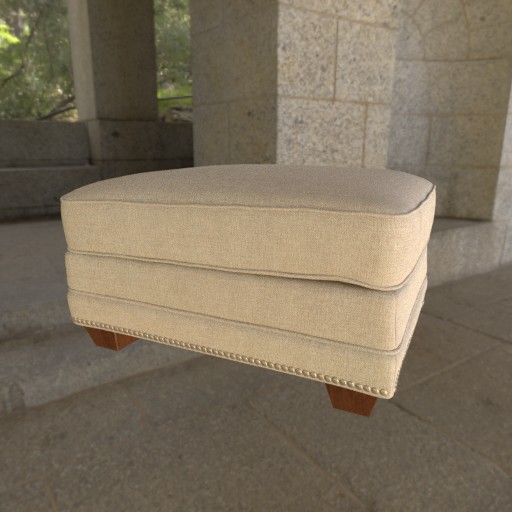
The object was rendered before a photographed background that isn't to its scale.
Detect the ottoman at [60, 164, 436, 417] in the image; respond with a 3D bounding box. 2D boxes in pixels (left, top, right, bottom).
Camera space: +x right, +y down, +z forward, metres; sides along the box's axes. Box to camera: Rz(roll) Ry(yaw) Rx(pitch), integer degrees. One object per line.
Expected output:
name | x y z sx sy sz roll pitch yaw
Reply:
ottoman | 0.000 0.000 1.141 0.813 0.458 0.559 7 16 25
